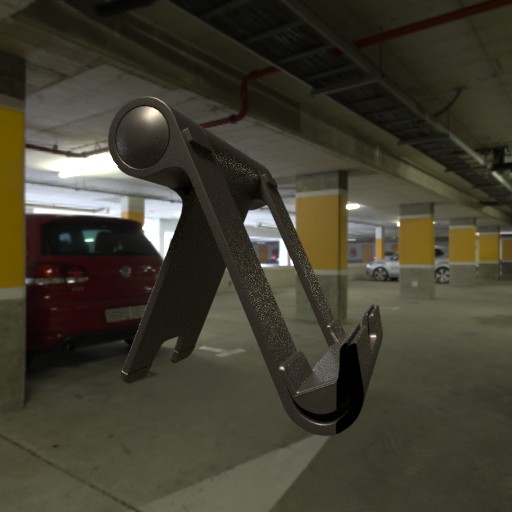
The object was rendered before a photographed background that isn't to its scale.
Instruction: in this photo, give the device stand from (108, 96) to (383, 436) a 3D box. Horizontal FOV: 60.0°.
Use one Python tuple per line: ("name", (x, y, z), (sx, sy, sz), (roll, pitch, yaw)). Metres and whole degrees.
("device stand", (0.000, 0.000, 0.151), (0.079, 0.084, 0.088), (0, 0, 19))
